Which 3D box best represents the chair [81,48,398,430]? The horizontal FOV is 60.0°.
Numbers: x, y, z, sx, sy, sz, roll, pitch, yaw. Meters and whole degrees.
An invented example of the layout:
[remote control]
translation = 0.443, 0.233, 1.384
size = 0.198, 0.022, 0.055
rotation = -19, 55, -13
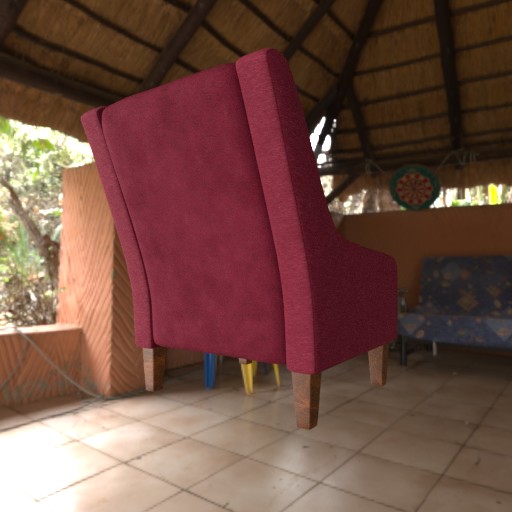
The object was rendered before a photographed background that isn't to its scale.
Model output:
[chair]
translation = 0.000, 0.000, 1.667
size = 0.793, 1.017, 0.985
rotation = -1, -2, 36
